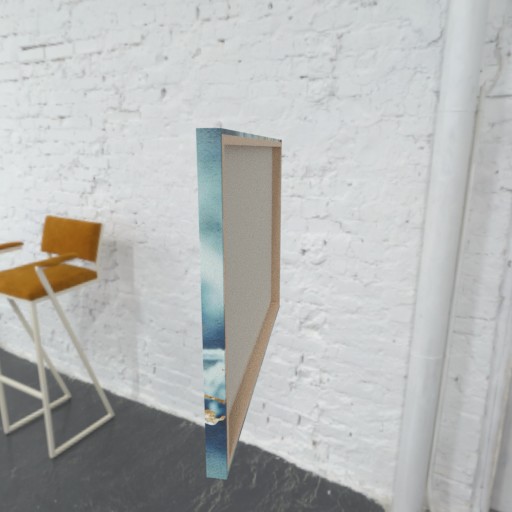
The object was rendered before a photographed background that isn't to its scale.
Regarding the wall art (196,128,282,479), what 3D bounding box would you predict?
[{"bbox_3d":[0.000,0.000,1.166,0.038,0.608,0.912,2,14,9],"label":"wall art"}]
